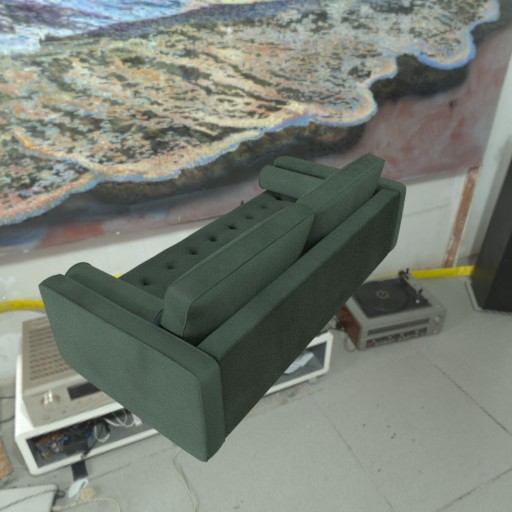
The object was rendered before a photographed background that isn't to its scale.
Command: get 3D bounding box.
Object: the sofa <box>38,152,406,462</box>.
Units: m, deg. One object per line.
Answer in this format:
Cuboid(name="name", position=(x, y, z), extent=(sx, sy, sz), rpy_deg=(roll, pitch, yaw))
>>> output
Cuboid(name="sofa", position=(0.000, 0.000, 2.324), extent=(0.916, 0.772, 1.880), rpy_deg=(21, 38, 30))
